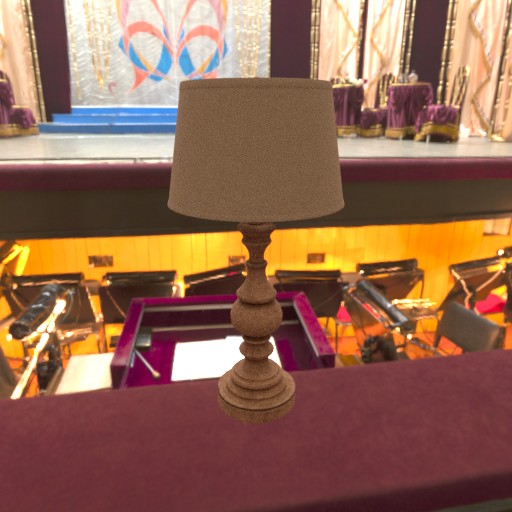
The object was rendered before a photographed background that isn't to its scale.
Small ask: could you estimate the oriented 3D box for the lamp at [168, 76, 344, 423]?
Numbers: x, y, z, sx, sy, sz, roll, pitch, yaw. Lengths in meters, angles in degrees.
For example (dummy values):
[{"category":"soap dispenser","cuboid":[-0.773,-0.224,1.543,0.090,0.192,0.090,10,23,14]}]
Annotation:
[{"category":"lamp","cuboid":[0.000,0.000,0.902,0.340,0.678,0.340,0,18,0]}]
